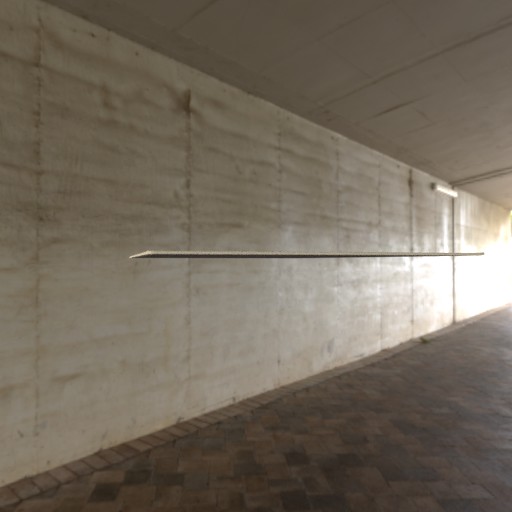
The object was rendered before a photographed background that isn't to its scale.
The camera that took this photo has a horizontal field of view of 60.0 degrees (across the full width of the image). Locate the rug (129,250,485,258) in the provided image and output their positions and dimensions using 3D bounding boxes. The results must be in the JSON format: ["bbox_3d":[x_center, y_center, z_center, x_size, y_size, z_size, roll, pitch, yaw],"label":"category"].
[{"bbox_3d":[0.000,0.000,2.901,1.532,0.017,2.244,0,-1,-18],"label":"rug"}]
